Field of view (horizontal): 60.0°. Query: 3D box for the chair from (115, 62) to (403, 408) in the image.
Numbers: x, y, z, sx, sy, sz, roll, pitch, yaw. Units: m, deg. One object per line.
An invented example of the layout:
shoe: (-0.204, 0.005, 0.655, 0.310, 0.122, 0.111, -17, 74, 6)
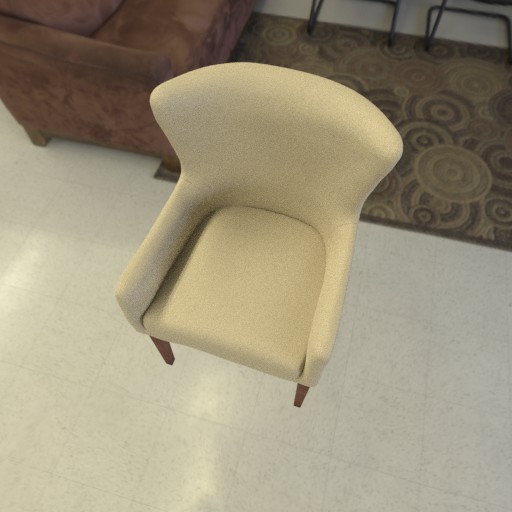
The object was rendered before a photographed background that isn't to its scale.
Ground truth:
chair: (0.000, 0.000, 1.441, 0.660, 0.952, 0.686, 16, 59, 9)
